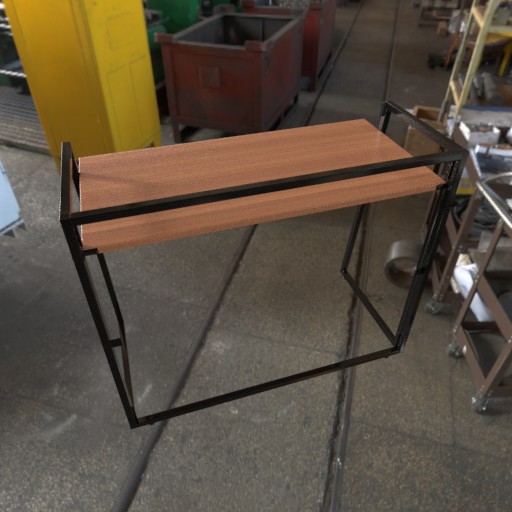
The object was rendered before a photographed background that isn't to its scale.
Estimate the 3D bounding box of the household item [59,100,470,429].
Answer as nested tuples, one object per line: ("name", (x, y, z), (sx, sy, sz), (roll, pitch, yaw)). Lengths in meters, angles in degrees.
("household item", (0.000, 0.000, 1.528), (1.050, 0.860, 0.510), (-12, 41, -14))
